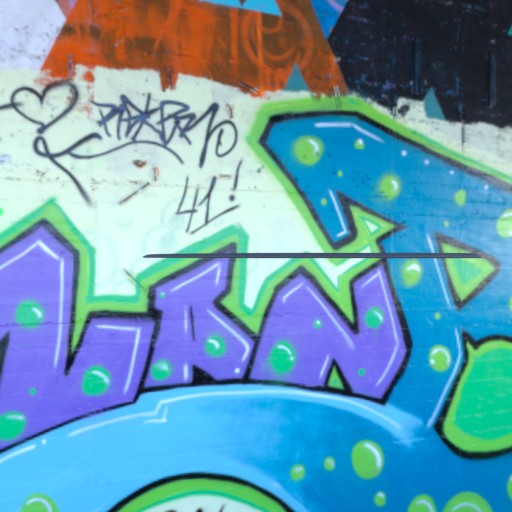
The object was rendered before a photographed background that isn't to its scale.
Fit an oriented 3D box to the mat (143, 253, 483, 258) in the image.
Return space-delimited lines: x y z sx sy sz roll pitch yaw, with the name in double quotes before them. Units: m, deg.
"mat" 0.000 0.000 1.849 0.917 0.016 1.525 0 0 -18
